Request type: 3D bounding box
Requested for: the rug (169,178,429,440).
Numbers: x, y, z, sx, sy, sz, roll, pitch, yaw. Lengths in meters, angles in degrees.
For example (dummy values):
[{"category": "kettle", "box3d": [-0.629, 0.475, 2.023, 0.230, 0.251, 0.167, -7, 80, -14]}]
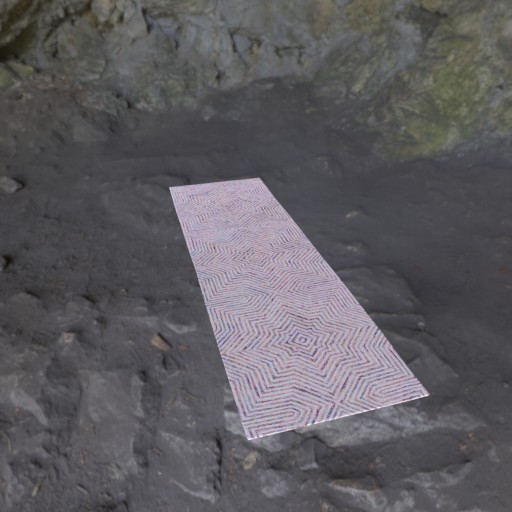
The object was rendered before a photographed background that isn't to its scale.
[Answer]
[{"category": "rug", "box3d": [0.000, 0.000, 2.695, 0.771, 0.009, 2.443, -9, 33, -14]}]
